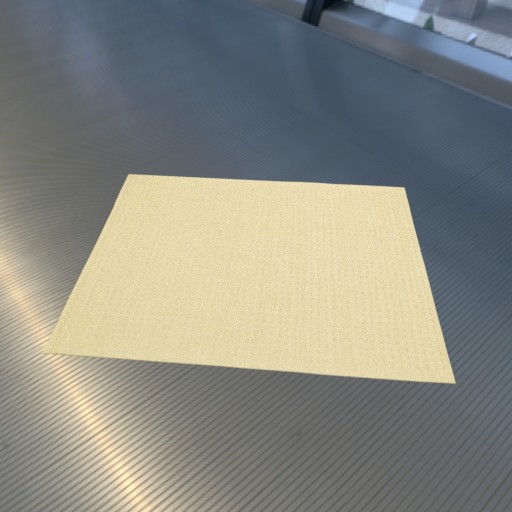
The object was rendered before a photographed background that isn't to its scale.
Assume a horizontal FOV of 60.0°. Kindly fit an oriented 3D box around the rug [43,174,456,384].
[{"bbox_3d":[0.000,0.000,4.269,3.204,0.016,2.452,3,46,3],"label":"rug"}]
